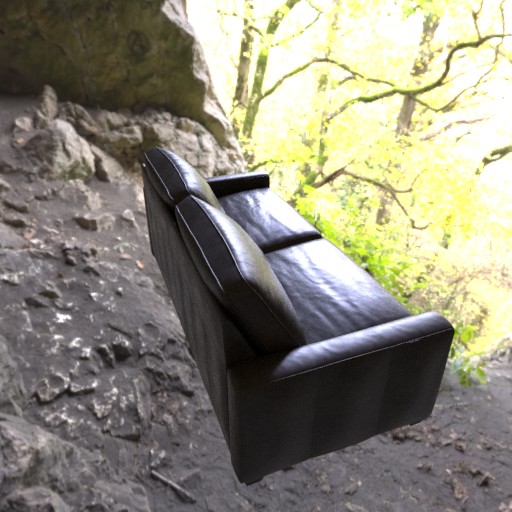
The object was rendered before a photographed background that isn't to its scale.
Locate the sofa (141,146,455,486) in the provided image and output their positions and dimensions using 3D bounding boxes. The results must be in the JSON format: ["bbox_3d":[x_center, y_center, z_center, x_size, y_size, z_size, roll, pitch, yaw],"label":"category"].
[{"bbox_3d":[0.000,0.000,2.510,0.939,0.916,2.081,-11,32,-18],"label":"sofa"}]
